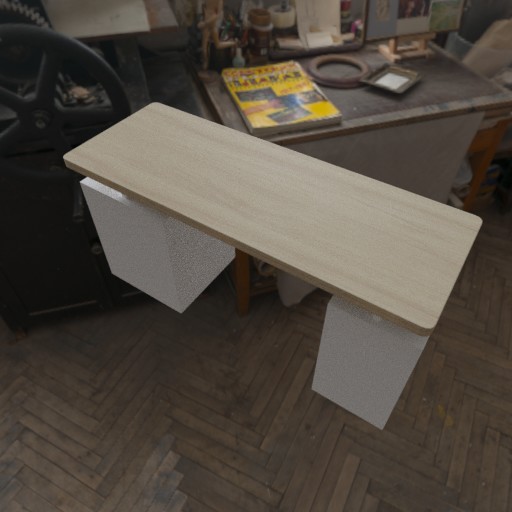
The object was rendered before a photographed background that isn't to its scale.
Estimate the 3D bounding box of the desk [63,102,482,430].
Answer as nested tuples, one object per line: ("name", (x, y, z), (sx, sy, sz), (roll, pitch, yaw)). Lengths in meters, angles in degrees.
("desk", (0.000, 0.000, 1.907), (1.500, 0.755, 0.550), (25, 51, 22))
